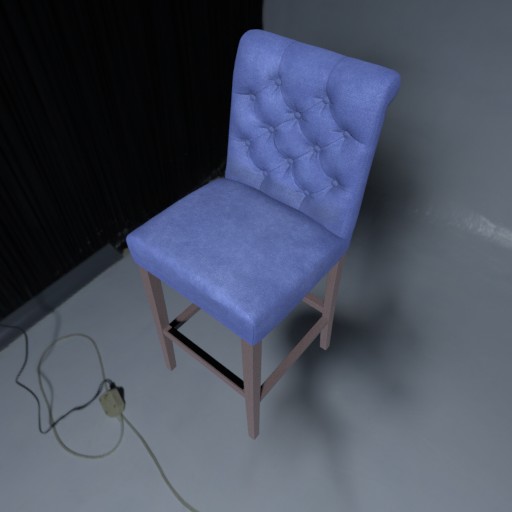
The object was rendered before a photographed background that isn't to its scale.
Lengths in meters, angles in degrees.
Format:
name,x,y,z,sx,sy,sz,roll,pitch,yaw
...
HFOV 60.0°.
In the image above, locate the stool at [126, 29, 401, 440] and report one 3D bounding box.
name,x,y,z,sx,sy,sz,roll,pitch,yaw
stool,0.000,0.000,1.416,0.493,1.140,0.601,31,54,26
